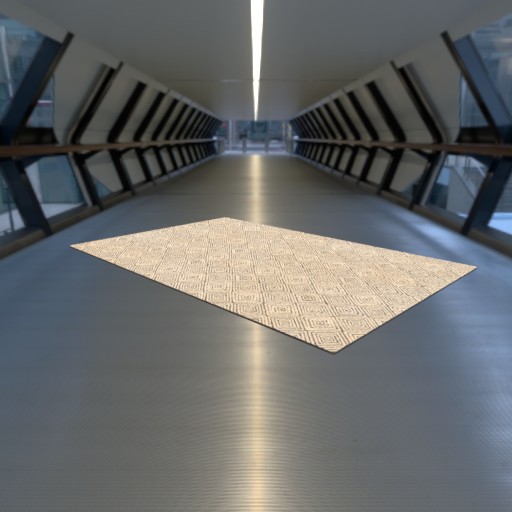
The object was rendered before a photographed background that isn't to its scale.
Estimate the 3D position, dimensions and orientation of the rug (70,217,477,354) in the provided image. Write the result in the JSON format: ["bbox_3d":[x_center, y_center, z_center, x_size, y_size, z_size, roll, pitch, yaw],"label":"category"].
[{"bbox_3d":[0.000,0.000,2.292,1.783,0.008,1.175,15,22,42],"label":"rug"}]
